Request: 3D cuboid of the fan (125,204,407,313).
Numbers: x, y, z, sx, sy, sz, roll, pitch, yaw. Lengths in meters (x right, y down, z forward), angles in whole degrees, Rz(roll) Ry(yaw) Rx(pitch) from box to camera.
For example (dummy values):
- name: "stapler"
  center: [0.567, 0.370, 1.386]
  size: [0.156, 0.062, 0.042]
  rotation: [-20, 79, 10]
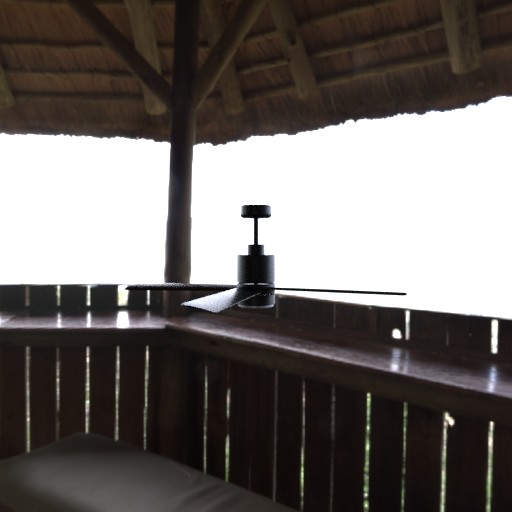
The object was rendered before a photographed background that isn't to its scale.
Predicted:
- name: "fan"
  center: [0.000, 0.000, 2.358]
  size: [1.525, 0.534, 1.525]
  rotation: [0, 1, 17]
